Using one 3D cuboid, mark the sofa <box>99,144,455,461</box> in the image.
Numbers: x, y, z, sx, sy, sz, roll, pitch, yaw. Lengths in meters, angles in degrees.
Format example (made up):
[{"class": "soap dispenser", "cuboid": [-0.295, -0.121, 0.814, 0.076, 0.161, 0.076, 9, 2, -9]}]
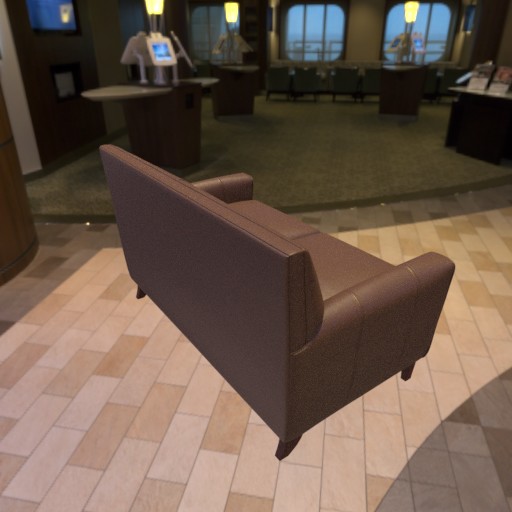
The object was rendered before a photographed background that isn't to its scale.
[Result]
[{"class": "sofa", "cuboid": [0.000, 0.000, 2.039, 0.853, 0.859, 1.468, -18, 32, -31]}]
